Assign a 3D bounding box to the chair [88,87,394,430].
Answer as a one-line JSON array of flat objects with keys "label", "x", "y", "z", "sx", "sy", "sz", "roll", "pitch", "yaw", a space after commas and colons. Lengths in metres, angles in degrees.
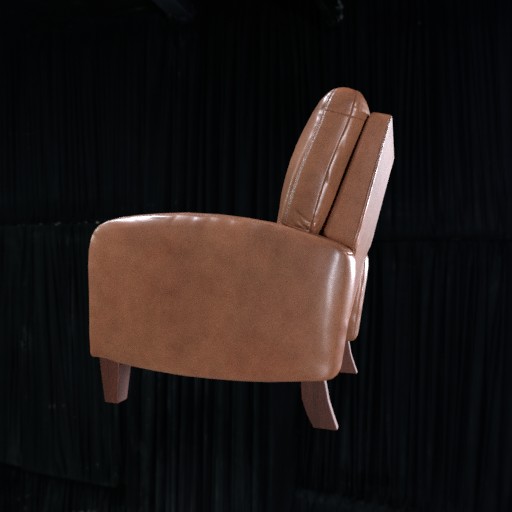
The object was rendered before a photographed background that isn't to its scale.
[{"label": "chair", "x": 0.000, "y": 0.000, "z": 1.676, "sx": 0.990, "sy": 0.990, "sz": 0.762, "roll": 0, "pitch": 0, "yaw": 18}]
